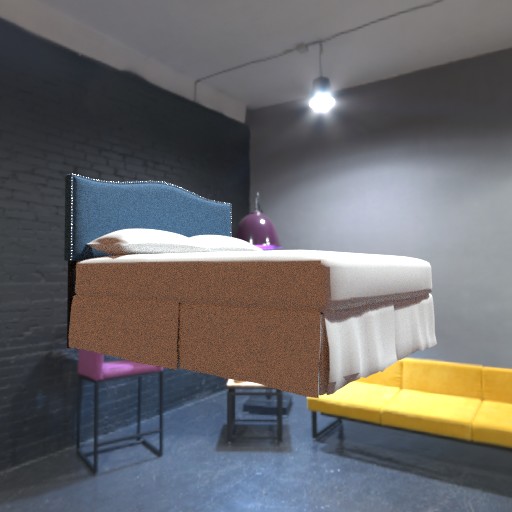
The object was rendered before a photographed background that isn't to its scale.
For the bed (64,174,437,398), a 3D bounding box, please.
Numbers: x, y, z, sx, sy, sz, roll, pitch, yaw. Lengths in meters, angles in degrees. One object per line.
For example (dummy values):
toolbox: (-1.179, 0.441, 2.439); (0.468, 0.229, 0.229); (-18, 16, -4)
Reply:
bed: (0.000, 0.000, 2.880); (1.872, 1.169, 1.610); (-1, -2, 37)
